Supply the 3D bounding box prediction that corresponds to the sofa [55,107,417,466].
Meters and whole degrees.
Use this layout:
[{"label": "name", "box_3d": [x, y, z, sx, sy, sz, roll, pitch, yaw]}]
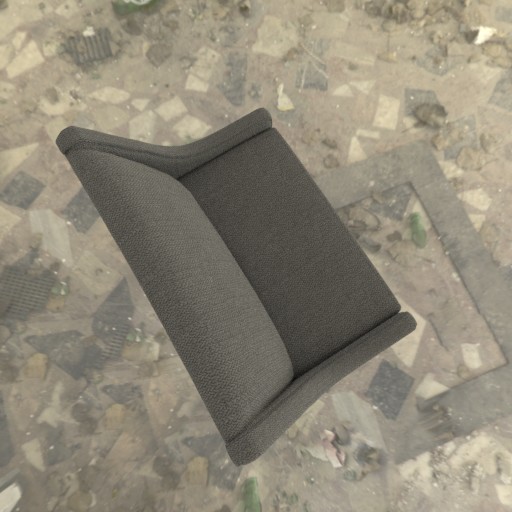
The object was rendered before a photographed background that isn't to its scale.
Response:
[{"label": "sofa", "box_3d": [0.000, 0.000, 1.891, 0.873, 1.022, 1.242, -31, 77, -8]}]
